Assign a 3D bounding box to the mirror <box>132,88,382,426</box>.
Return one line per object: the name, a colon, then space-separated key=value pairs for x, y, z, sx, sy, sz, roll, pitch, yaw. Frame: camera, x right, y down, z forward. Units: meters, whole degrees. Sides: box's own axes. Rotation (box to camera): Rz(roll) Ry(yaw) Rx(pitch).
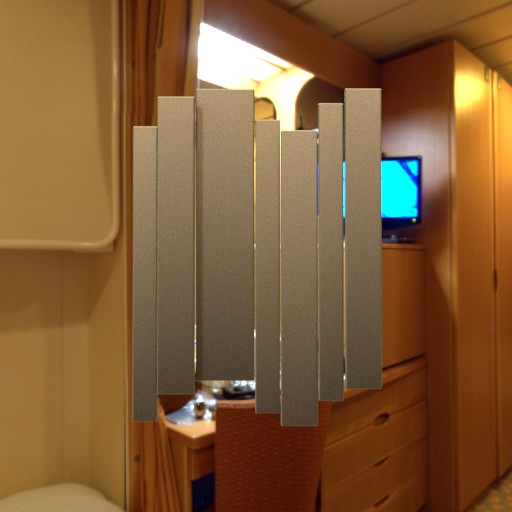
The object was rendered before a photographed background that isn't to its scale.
mirror: x=0.000 y=0.000 z=0.809 sx=0.445 sy=0.611 sz=0.058 roll=0 pitch=0 yaw=-1
